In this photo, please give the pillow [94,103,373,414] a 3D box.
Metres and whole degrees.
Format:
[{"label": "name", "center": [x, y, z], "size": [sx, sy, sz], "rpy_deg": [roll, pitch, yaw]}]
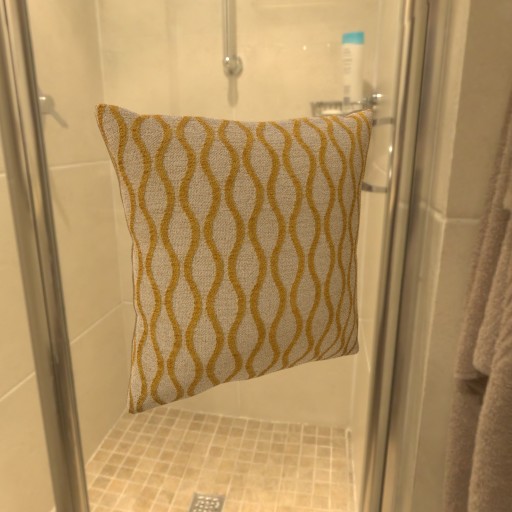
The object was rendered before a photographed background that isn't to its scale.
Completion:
[{"label": "pillow", "center": [0.000, 0.000, 0.676], "size": [0.429, 0.436, 0.159], "rpy_deg": [-8, 17, -26]}]
